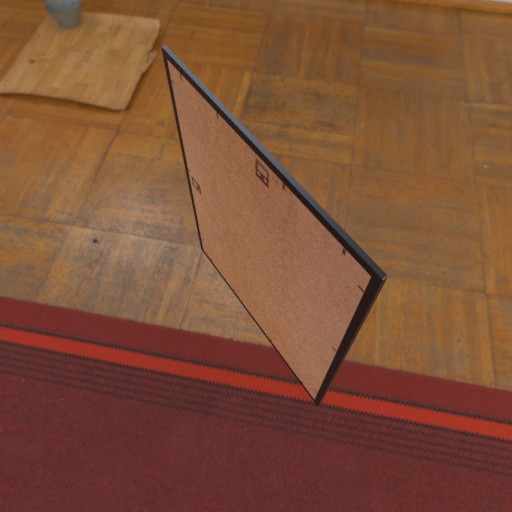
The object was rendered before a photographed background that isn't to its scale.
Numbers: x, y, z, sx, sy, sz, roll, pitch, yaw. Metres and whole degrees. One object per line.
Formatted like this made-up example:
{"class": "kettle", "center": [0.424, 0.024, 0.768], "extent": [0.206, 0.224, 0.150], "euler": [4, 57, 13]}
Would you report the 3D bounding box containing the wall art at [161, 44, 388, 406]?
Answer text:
{"class": "wall art", "center": [0.000, 0.000, 0.934], "extent": [0.018, 0.660, 0.559], "euler": [-30, 63, -17]}
